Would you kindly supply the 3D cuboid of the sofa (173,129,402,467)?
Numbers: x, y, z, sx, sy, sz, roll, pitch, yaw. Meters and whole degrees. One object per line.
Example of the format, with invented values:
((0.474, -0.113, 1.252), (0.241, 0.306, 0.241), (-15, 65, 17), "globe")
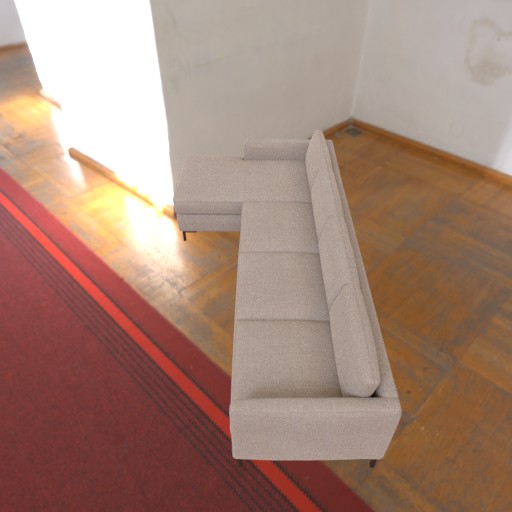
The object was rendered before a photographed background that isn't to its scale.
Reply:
((0.000, 0.000, 3.402), (1.469, 0.816, 2.923), (0, 42, 0), "sofa")
